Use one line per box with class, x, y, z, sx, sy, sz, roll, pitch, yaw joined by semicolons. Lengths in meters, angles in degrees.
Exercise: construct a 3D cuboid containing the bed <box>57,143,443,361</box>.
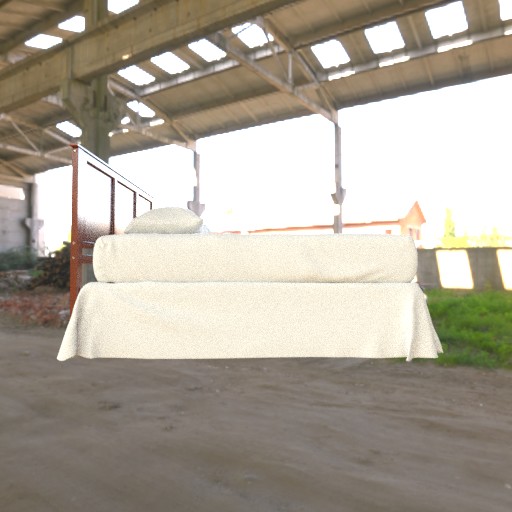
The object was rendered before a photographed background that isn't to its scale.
bed;0.000;0.000;3.623;2.219;1.271;2.314;0;-2;1
